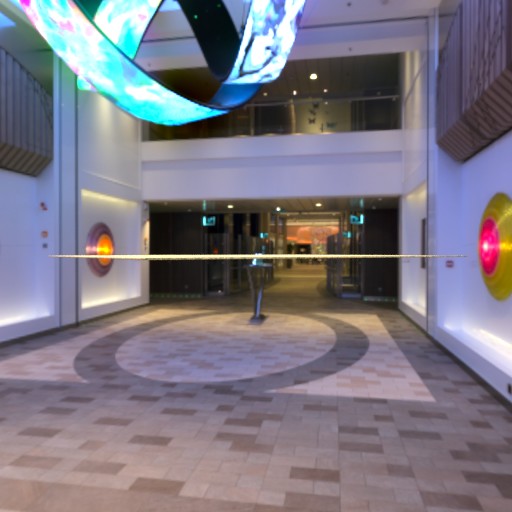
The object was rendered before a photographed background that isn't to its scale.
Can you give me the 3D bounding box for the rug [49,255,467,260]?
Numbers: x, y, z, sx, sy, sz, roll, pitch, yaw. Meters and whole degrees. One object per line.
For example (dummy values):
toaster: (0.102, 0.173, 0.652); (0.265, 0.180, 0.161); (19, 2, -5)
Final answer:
rug: (0.000, 0.000, 4.254); (3.201, 0.014, 2.437); (0, 1, -36)
